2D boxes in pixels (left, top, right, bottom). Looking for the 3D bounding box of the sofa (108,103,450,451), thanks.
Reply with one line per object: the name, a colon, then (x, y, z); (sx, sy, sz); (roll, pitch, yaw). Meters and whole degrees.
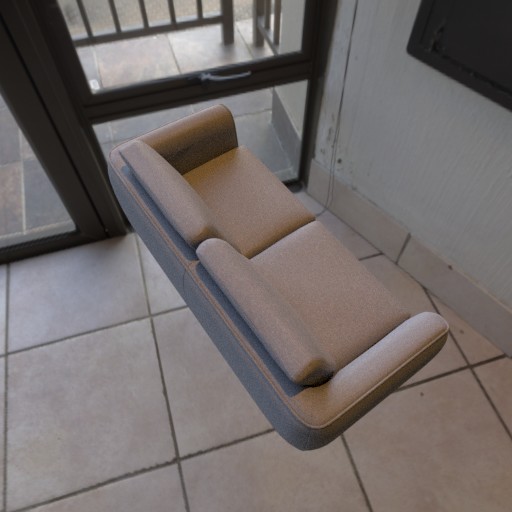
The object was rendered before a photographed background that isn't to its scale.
sofa: (0.000, 0.000, 2.558); (0.920, 0.870, 2.000); (-31, 62, -18)
